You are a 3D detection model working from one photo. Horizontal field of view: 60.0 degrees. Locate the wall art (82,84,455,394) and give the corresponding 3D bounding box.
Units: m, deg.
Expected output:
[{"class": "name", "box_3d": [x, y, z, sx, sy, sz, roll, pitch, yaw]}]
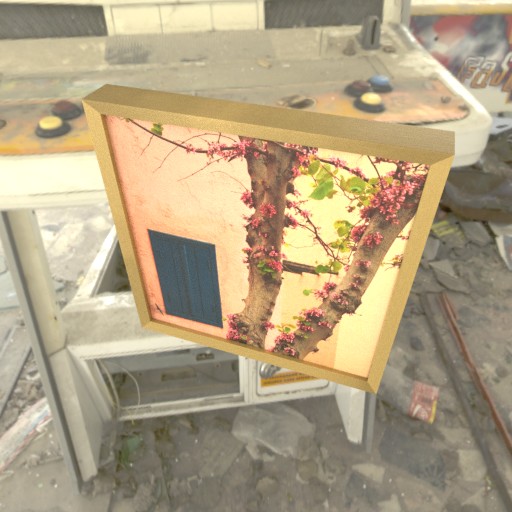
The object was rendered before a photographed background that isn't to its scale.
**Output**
[{"class": "wall art", "box_3d": [0.000, 0.000, 0.458, 0.304, 0.305, 0.038, 13, 43, 14]}]
